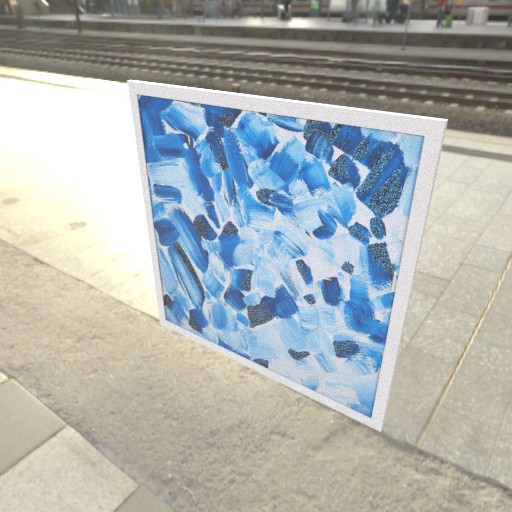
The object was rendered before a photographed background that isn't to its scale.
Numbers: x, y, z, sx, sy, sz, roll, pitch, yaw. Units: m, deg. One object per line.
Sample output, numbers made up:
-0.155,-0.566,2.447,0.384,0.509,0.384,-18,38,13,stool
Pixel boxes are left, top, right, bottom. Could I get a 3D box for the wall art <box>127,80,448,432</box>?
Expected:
0.000,0.000,1.180,0.812,0.812,0.015,19,35,29,wall art
